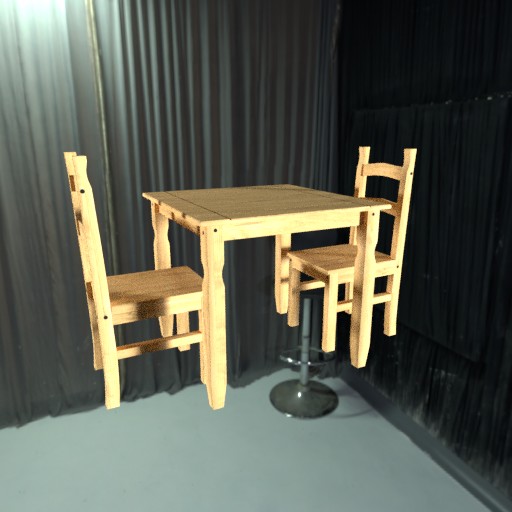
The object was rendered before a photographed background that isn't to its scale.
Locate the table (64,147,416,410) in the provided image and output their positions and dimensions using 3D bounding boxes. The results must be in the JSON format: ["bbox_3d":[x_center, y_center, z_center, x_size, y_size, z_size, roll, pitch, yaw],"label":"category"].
[{"bbox_3d":[0.000,0.000,2.030,1.501,0.942,0.813,-8,17,-26],"label":"table"}]
